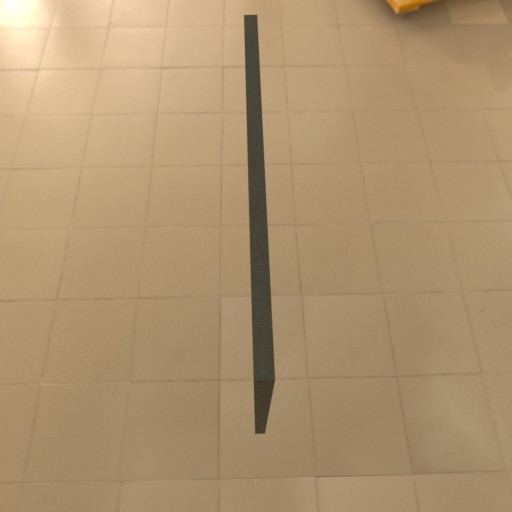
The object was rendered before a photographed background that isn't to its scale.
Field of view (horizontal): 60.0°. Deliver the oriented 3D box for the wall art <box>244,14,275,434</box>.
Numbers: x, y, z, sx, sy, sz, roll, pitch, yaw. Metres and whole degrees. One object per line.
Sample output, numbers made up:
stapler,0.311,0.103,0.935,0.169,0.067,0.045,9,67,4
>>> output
wall art,0.000,0.000,1.477,0.038,1.016,1.016,-2,63,-1
